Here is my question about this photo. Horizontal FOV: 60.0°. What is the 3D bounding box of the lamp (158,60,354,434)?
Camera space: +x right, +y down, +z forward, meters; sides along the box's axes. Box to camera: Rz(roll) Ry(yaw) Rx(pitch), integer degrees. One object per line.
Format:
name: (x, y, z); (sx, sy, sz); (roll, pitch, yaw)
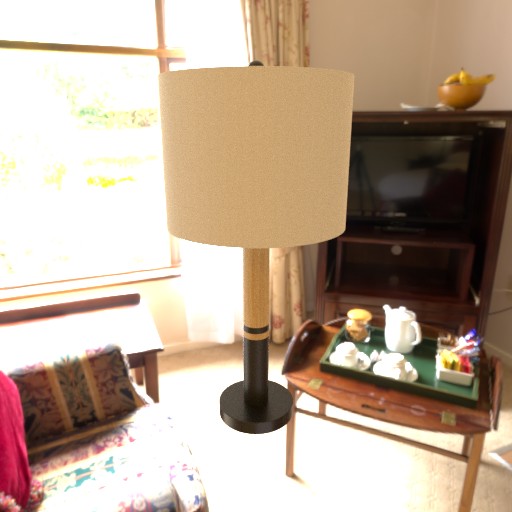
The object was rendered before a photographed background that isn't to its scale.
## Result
lamp: (0.000, 0.000, 0.787); (0.305, 0.640, 0.305); (9, 19, 27)
